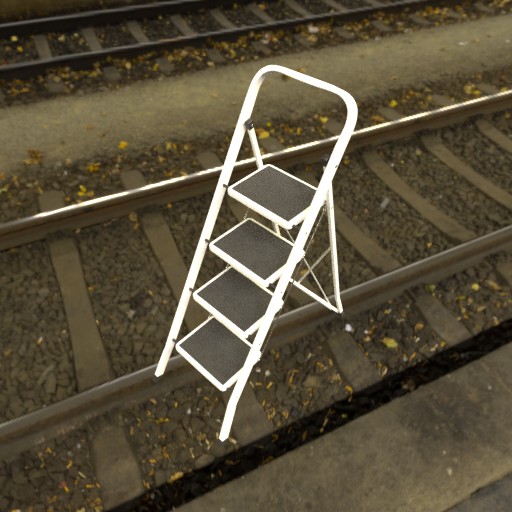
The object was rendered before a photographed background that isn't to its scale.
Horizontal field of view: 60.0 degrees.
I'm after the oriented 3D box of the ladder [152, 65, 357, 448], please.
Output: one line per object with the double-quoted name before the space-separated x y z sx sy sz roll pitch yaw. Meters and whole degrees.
"ladder" 0.000 0.000 1.724 0.460 1.265 0.914 34 54 29
